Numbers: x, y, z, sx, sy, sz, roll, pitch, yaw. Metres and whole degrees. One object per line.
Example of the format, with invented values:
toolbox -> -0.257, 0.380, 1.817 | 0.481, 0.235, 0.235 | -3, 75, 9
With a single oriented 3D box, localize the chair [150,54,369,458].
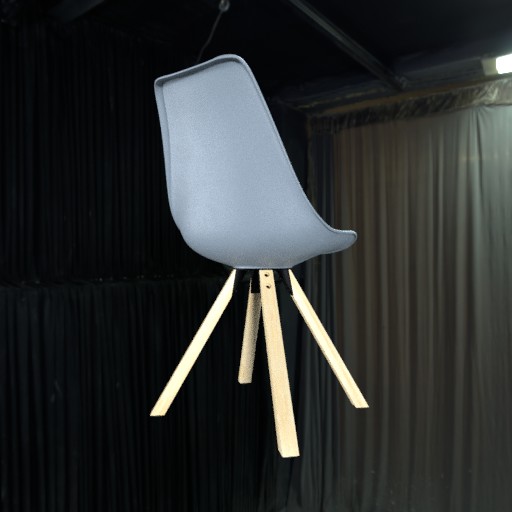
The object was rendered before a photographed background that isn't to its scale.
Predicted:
chair -> 0.000, 0.000, 1.203 | 0.485, 0.850, 0.549 | 0, 0, 36
